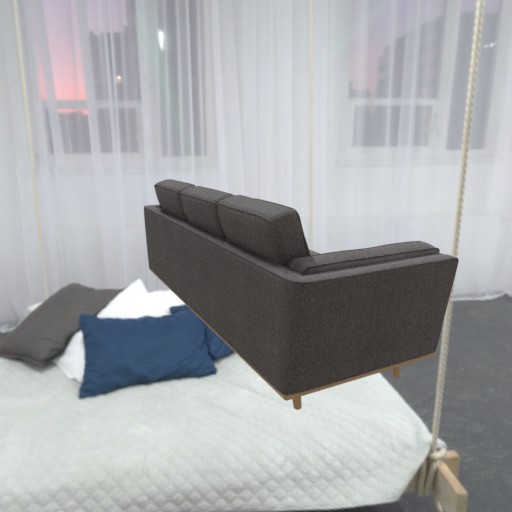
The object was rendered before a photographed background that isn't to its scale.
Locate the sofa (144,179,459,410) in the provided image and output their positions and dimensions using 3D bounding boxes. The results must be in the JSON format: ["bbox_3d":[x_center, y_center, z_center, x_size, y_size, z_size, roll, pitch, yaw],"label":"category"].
[{"bbox_3d":[0.000,0.000,2.878,0.903,0.899,2.362,-7,16,-27],"label":"sofa"}]
